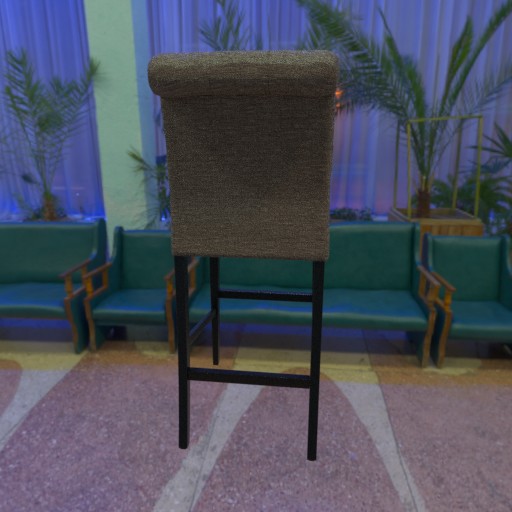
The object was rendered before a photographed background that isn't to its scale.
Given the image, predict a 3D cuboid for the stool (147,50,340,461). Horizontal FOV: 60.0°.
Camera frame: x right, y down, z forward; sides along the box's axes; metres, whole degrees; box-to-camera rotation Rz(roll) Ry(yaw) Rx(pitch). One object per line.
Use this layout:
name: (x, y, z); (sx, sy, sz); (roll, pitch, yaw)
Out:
stool: (0.000, 0.000, 1.418); (0.452, 1.131, 0.613); (2, 16, 7)
